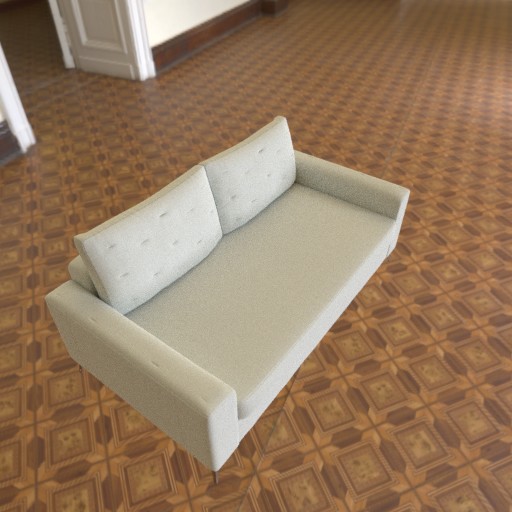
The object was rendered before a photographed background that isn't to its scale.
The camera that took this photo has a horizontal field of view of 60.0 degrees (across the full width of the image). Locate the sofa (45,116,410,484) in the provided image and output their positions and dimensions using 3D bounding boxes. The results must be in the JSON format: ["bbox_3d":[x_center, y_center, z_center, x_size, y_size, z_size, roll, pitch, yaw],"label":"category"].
[{"bbox_3d":[0.000,0.000,2.141,0.920,0.790,1.650,26,47,27],"label":"sofa"}]
